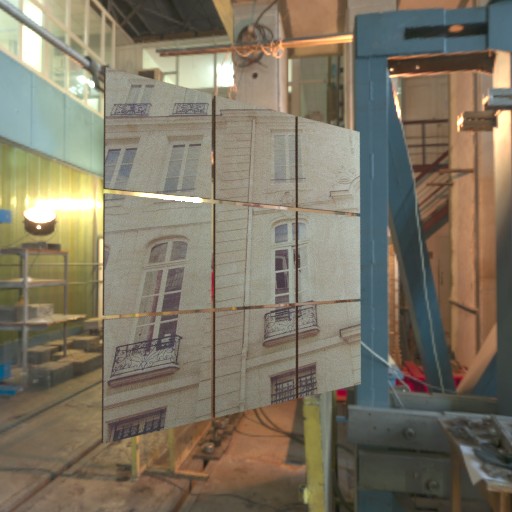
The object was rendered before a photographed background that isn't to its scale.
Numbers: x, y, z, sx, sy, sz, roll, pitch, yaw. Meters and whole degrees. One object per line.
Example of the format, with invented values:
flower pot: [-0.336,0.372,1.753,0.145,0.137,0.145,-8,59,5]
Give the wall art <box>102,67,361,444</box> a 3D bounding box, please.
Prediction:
wall art: [0.000,0.000,1.797,1.221,1.218,0.024,1,-1,-36]
